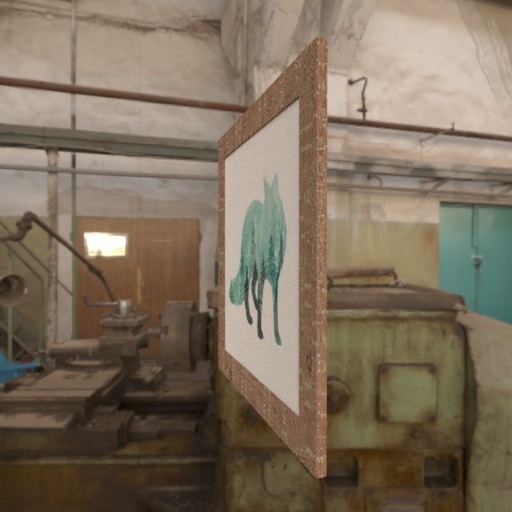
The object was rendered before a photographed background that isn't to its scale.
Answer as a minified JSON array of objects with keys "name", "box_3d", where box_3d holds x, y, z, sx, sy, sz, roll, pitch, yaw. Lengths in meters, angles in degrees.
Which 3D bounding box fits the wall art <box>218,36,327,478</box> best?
[{"name":"wall art","box_3d":[0.000,0.000,0.570,0.012,0.384,0.384,0,1,-18]}]
